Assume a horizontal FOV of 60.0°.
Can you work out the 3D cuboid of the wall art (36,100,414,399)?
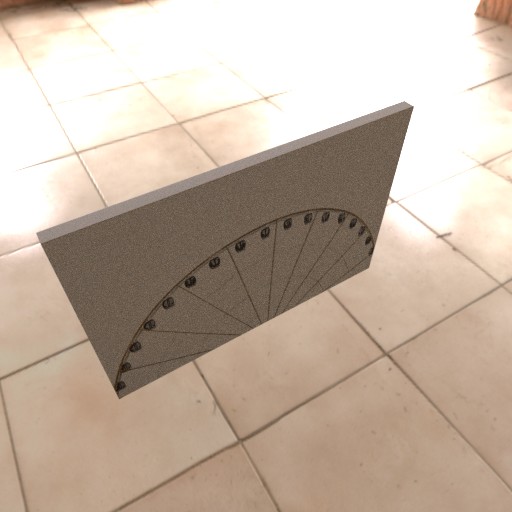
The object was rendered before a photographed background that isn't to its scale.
[{"bbox_3d":[0.000,0.000,1.157,0.898,0.601,0.038,-24,52,-21],"label":"wall art"}]
